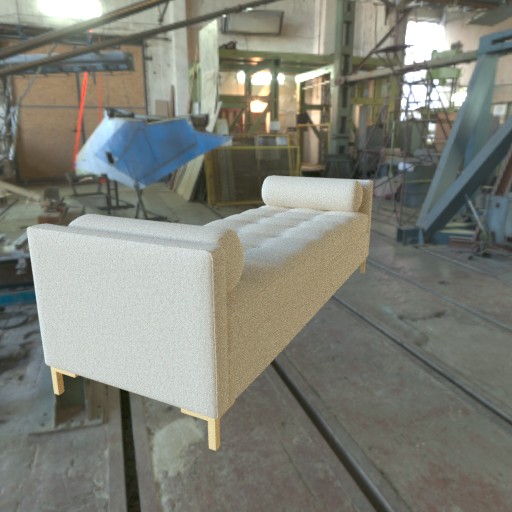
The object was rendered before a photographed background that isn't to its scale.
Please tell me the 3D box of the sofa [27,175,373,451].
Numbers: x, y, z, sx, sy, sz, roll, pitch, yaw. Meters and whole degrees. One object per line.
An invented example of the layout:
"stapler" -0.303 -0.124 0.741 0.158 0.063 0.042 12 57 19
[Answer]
"sofa" 0.000 0.000 2.230 0.746 0.641 1.985 8 17 25
